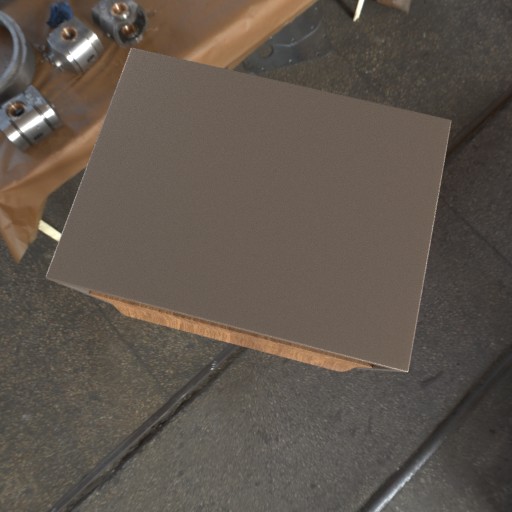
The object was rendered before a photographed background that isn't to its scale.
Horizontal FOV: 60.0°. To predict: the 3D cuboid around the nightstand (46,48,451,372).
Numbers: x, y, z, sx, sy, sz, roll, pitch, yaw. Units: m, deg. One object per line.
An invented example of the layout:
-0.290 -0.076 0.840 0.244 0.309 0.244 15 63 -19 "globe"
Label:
0.000 0.000 0.711 0.370 0.508 0.288 14 77 3 "nightstand"
